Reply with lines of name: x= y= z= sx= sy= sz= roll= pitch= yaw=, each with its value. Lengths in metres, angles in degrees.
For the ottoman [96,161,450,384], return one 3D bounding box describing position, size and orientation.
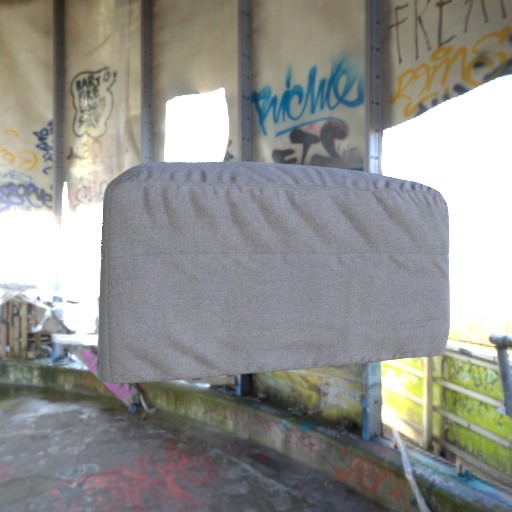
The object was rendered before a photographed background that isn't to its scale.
ottoman: x=0.000 y=0.000 z=1.257 sx=0.837 sy=0.481 sz=0.683 roll=0 pitch=0 yaw=-18
